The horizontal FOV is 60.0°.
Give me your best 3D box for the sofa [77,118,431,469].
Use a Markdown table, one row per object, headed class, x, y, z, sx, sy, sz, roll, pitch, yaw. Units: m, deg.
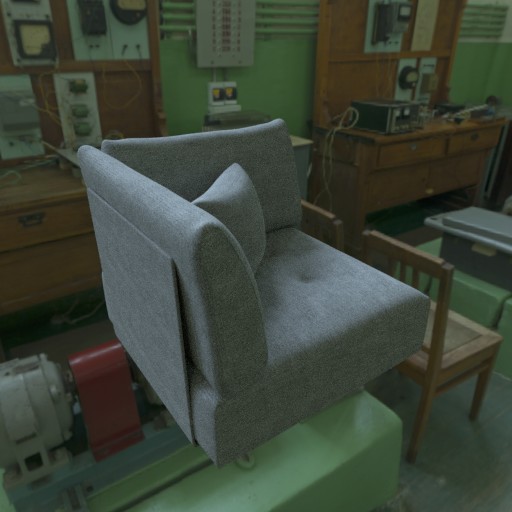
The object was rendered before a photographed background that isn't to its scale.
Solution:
| class | x | y | z | sx | sy | sz | roll | pitch | yaw |
| --- | --- | --- | --- | --- | --- | --- | --- | --- | --- |
| sofa | 0.000 | 0.000 | 1.714 | 1.000 | 0.820 | 1.000 | -18 | 32 | -31 |
